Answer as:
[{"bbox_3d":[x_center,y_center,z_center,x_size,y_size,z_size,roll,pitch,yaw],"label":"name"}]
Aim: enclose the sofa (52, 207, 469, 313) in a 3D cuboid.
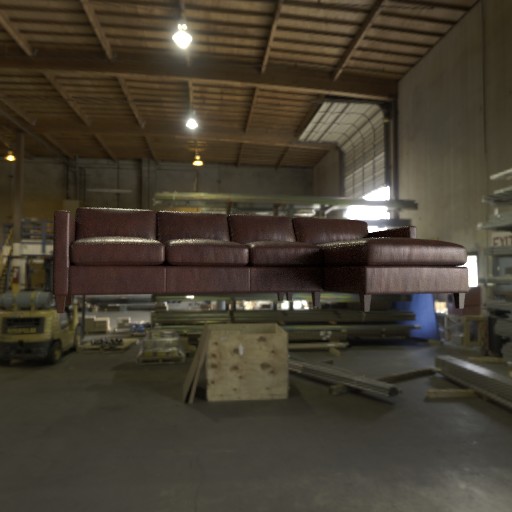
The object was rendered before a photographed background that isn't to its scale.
[{"bbox_3d":[0.000,0.000,3.855,3.203,0.883,1.581,1,-2,-19],"label":"sofa"}]
